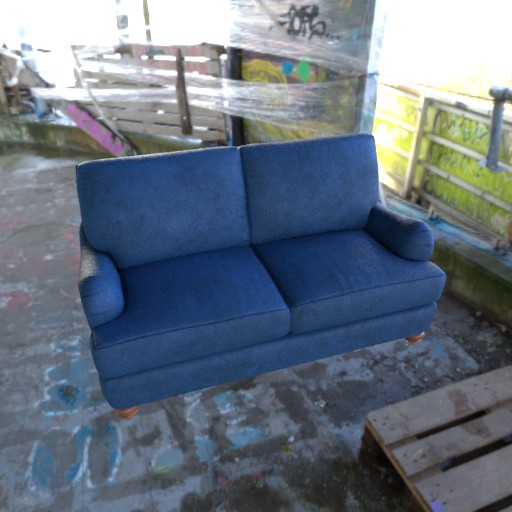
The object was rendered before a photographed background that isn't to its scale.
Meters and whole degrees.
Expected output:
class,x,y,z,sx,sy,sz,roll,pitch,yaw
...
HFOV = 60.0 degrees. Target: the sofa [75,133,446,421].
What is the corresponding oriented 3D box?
class,x,y,z,sx,sy,sz,roll,pitch,yaw
sofa,0.000,0.000,2.505,1.853,1.101,1.084,-10,32,-16
